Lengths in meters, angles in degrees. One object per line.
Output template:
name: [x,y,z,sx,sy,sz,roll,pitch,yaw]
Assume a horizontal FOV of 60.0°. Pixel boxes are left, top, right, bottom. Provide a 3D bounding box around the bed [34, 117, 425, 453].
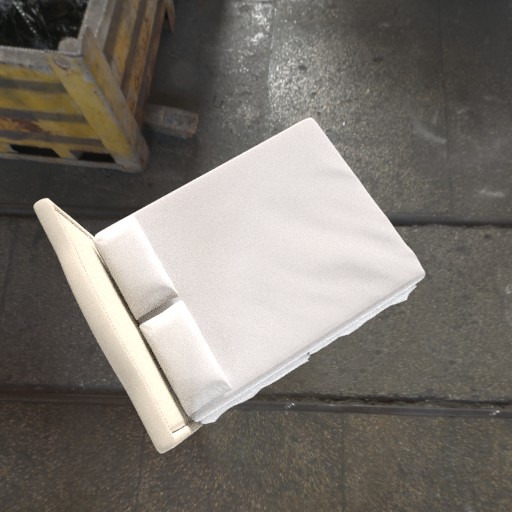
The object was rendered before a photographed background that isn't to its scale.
bed: [0.000,0.000,3.289,2.196,1.449,1.741,-30,77,-8]
